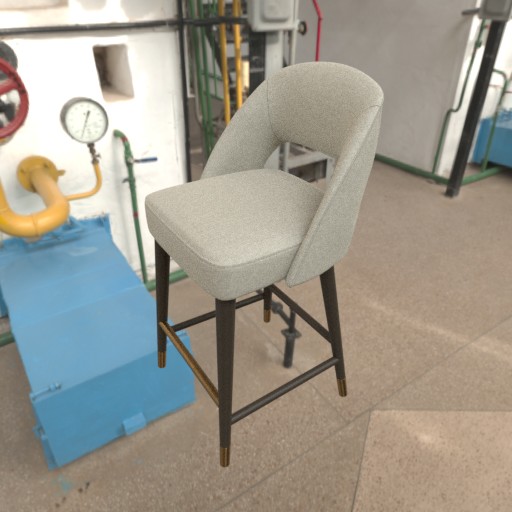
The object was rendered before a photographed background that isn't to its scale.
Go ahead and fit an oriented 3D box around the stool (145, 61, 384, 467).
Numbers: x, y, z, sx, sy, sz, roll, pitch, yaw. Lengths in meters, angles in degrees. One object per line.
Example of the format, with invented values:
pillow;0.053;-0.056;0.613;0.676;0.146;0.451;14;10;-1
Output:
stool;0.000;0.000;1.217;0.509;0.940;0.494;-19;37;-28
